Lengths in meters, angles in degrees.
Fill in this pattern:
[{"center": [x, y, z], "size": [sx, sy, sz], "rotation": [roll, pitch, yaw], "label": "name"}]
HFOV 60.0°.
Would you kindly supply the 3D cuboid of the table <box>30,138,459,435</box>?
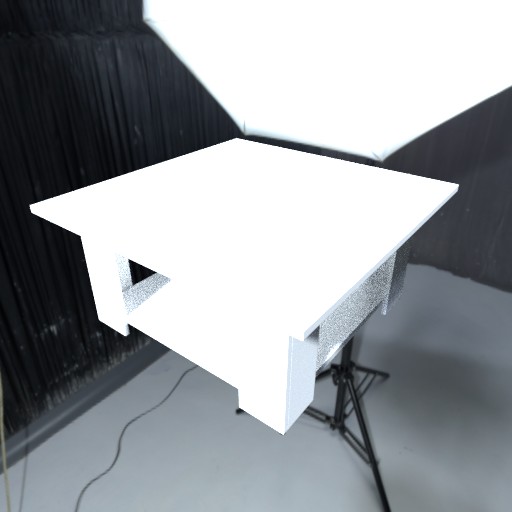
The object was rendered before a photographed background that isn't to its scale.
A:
[{"center": [0.000, 0.000, 1.050], "size": [0.670, 0.305, 0.670], "rotation": [21, 36, 32], "label": "table"}]
